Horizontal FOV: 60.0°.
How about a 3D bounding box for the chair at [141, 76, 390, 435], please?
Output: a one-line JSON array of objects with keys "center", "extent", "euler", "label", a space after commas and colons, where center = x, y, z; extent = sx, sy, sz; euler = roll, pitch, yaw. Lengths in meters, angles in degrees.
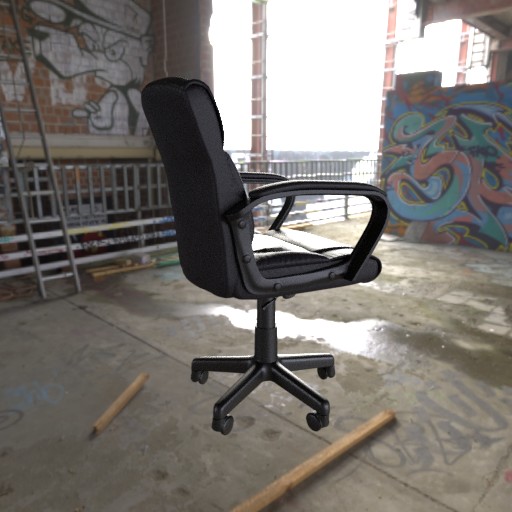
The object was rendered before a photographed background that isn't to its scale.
[{"center": [0.000, 0.000, 1.391], "extent": [0.641, 0.998, 0.576], "euler": [-6, 15, -25], "label": "chair"}]
